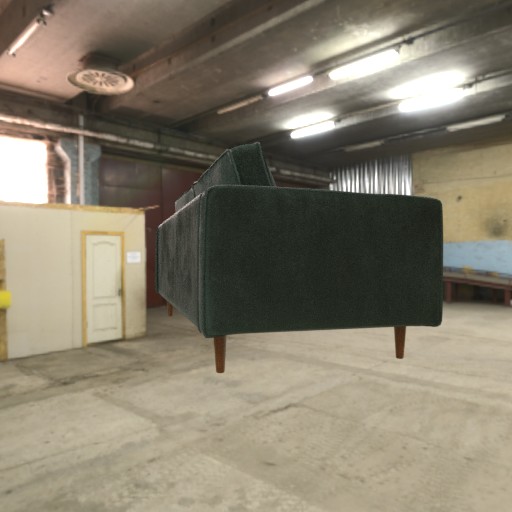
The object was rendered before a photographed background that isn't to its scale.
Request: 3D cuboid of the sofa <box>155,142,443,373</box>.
[{"bbox_3d":[0.000,0.000,2.291,0.886,0.781,1.816,0,0,-17],"label":"sofa"}]
